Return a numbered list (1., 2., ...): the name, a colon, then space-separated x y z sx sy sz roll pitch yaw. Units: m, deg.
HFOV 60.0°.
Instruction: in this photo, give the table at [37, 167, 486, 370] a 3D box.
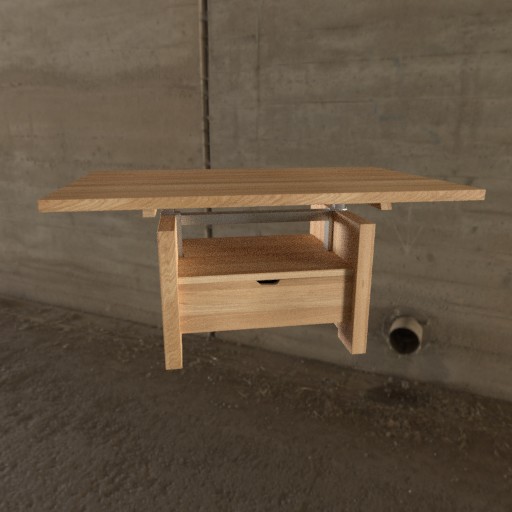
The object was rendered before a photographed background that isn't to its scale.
1. table: 0.000 0.000 1.472 1.100 0.510 0.700 -3 16 -9
